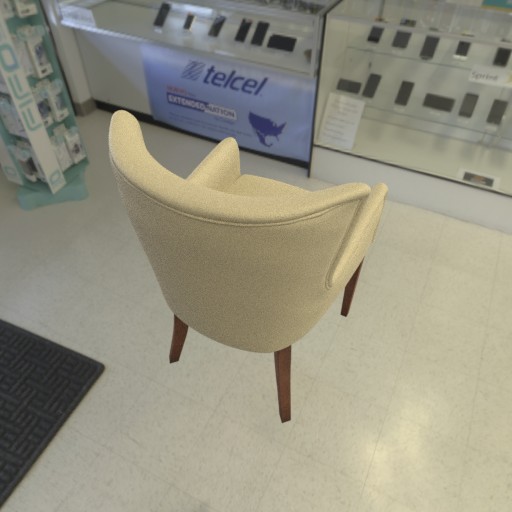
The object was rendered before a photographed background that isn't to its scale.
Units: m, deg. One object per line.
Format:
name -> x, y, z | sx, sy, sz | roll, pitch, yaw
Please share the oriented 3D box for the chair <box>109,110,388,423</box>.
chair -> 0.000, 0.000, 1.406 | 0.660, 0.952, 0.686 | 22, 49, 20
